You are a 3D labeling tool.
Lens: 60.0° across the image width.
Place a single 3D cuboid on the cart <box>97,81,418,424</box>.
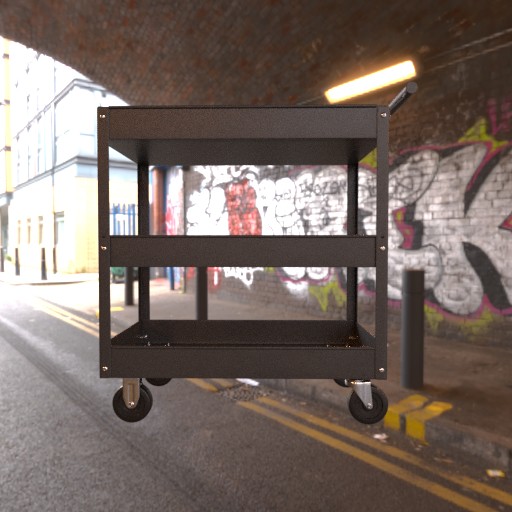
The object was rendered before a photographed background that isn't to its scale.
[{"bbox_3d":[0.000,0.000,1.175,0.719,0.780,0.366,0,2,1],"label":"cart"}]
